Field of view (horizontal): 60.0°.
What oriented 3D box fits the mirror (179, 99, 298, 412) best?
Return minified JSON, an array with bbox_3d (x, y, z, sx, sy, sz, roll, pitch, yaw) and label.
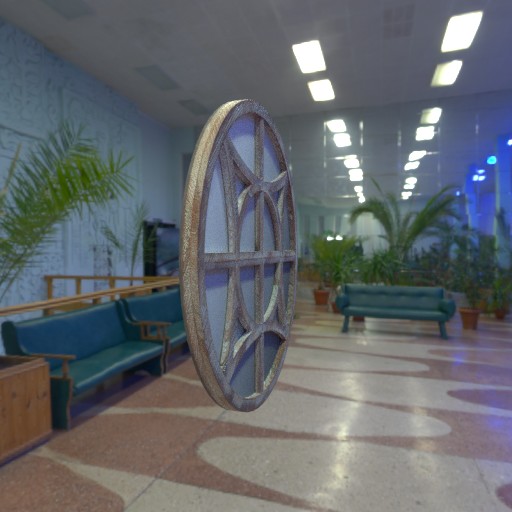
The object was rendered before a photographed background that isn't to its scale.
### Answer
[{"bbox_3d":[0.000,0.000,1.068,0.038,0.710,0.710,0,1,19],"label":"mirror"}]
